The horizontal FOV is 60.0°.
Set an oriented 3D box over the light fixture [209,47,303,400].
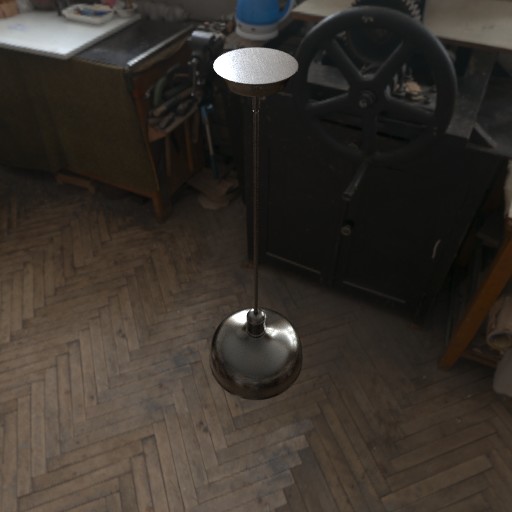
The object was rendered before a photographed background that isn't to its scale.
[{"bbox_3d":[0.000,0.000,1.085,0.299,0.935,0.299,-10,47,-10],"label":"light fixture"}]
